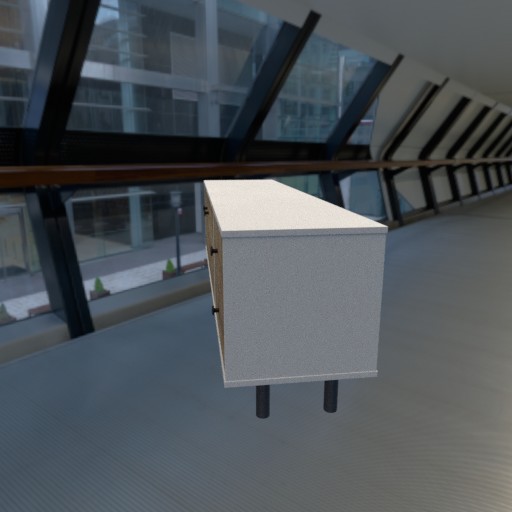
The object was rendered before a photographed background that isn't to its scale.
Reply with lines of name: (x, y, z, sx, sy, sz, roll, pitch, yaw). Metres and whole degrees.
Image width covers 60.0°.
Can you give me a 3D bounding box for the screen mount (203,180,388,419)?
screen mount: (0.000, 0.000, 1.869, 0.418, 0.520, 1.600, -2, 14, -8)
